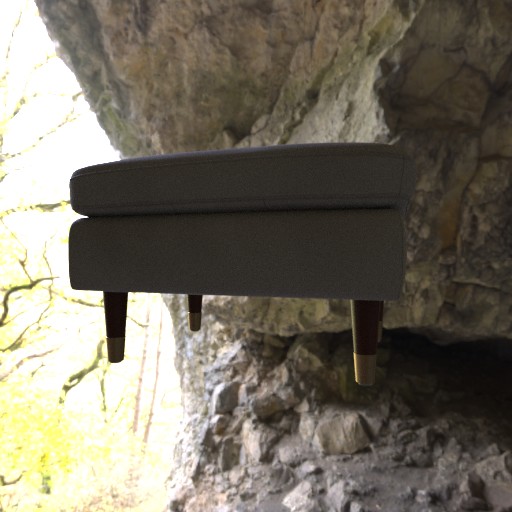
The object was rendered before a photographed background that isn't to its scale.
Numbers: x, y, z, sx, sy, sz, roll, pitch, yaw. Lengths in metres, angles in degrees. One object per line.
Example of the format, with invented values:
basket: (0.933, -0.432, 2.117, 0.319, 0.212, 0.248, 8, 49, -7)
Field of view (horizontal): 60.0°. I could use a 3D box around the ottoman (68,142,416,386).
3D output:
ottoman: (0.000, 0.000, 1.122, 0.747, 0.478, 0.593, 0, 1, 17)
